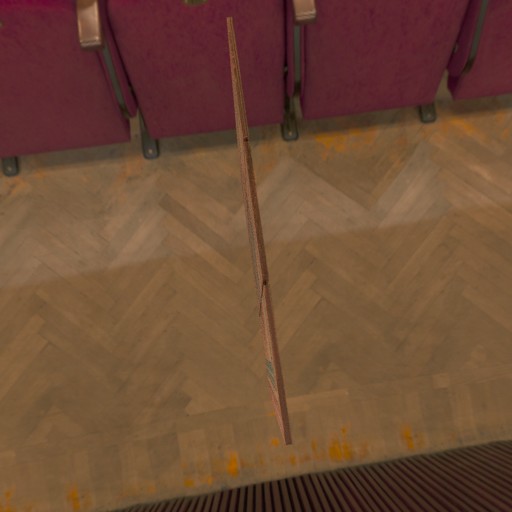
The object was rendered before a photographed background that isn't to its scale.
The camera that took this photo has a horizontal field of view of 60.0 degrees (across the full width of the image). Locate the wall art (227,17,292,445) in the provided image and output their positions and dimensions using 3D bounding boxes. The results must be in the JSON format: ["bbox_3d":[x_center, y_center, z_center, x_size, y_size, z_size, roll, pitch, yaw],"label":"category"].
[{"bbox_3d":[0.000,0.000,1.353,0.013,0.914,0.915,-7,78,-2],"label":"wall art"}]
